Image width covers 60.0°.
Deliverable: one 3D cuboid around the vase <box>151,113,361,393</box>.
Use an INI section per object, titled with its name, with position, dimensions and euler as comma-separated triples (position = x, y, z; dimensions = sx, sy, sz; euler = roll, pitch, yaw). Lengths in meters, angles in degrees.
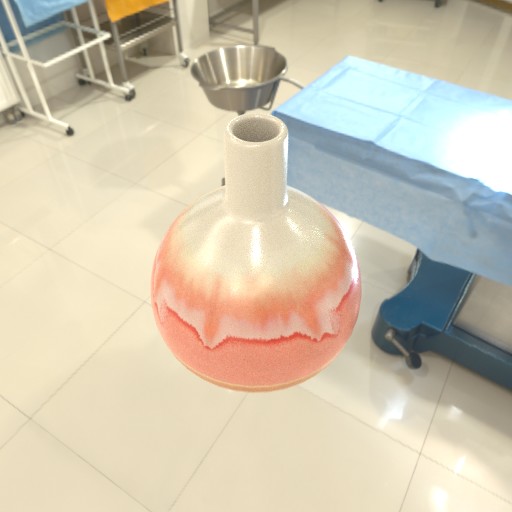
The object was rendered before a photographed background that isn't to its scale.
[vase]
position = 0.000, 0.000, 0.273
dimensions = 0.137, 0.176, 0.137
euler = 0, 47, 0
